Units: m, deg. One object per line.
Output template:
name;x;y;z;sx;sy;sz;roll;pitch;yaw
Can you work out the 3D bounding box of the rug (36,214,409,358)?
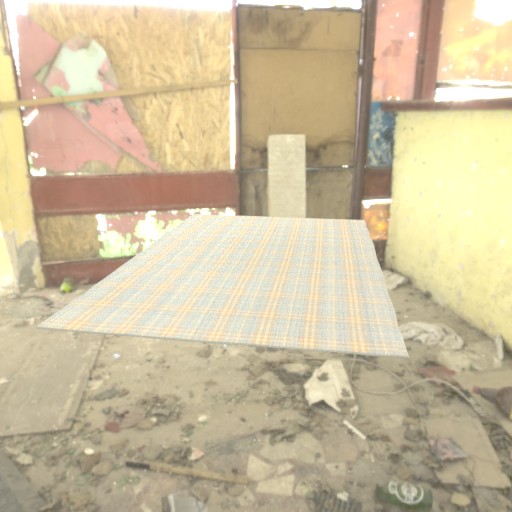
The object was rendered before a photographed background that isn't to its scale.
rug;0.000;0.000;2.274;1.231;0.012;1.835;3;18;9
